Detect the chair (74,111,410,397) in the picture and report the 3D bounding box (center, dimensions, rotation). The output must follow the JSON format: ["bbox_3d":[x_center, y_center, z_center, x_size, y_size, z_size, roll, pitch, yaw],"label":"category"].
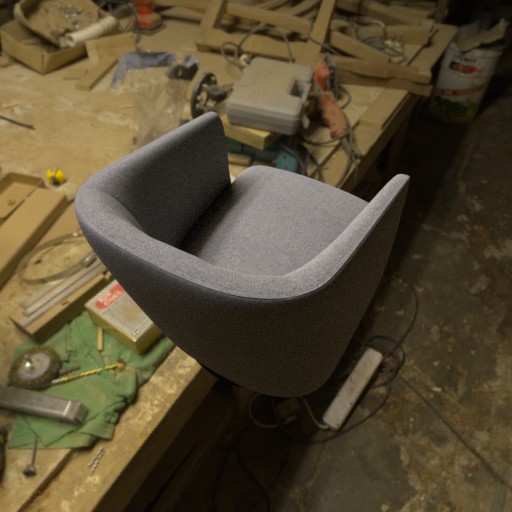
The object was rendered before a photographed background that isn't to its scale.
[{"bbox_3d":[0.000,0.000,1.593,0.822,0.861,0.986,24,51,22],"label":"chair"}]
